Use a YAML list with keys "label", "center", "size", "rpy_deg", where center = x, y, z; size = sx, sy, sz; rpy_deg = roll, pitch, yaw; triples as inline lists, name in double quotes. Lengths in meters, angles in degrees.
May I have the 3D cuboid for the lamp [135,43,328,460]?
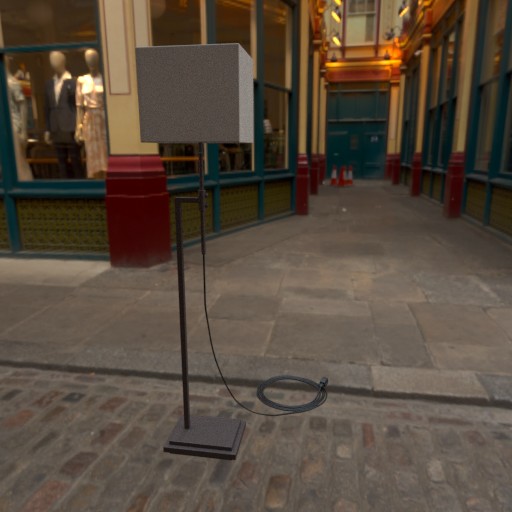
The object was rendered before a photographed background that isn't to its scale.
- label: "lamp"
  center: [0.000, 0.000, 1.992]
  size: [0.698, 1.600, 0.774]
  rpy_deg: [2, 14, 9]
